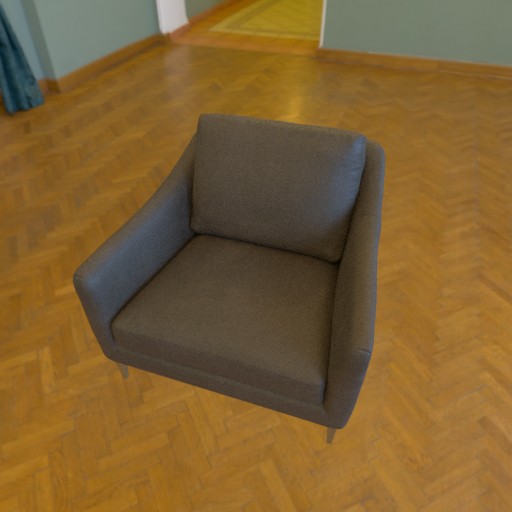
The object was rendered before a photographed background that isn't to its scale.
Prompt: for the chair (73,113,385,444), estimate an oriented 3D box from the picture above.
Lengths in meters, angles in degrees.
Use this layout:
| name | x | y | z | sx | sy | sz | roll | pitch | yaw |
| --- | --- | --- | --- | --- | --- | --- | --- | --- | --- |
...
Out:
| name | x | y | z | sx | sy | sz | roll | pitch | yaw |
| --- | --- | --- | --- | --- | --- | --- | --- | --- | --- |
| chair | 0.000 | 0.000 | 1.764 | 0.988 | 0.901 | 0.961 | 12 | 42 | 14 |
